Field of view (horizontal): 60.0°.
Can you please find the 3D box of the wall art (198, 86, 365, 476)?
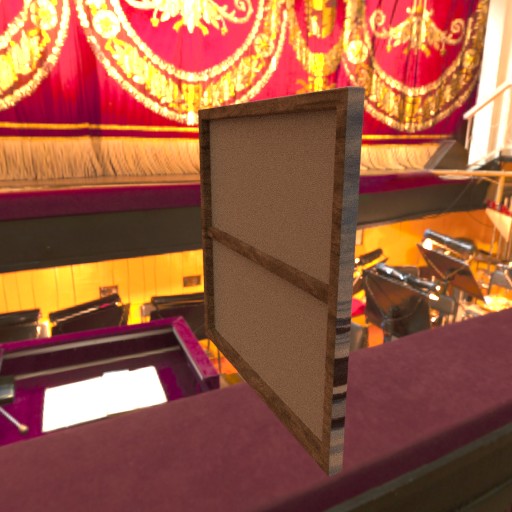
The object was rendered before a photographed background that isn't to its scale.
[{"bbox_3d":[0.000,0.000,1.134,0.035,0.747,0.747,-7,17,-25],"label":"wall art"}]
